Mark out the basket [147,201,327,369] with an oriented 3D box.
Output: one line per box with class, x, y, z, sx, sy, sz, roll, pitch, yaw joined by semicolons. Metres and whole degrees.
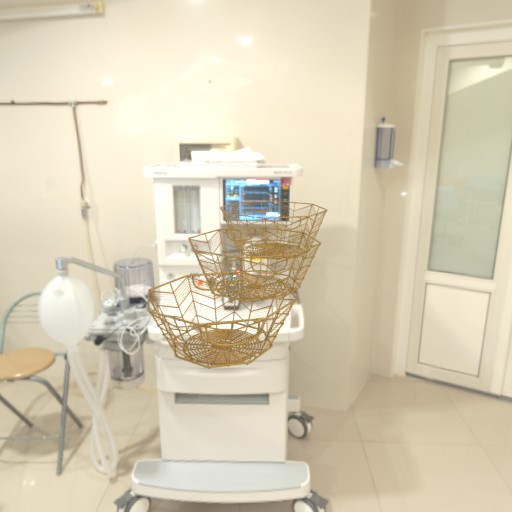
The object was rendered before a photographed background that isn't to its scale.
basket;0.000;0.000;1.400;0.432;0.178;1.245;2;15;9
